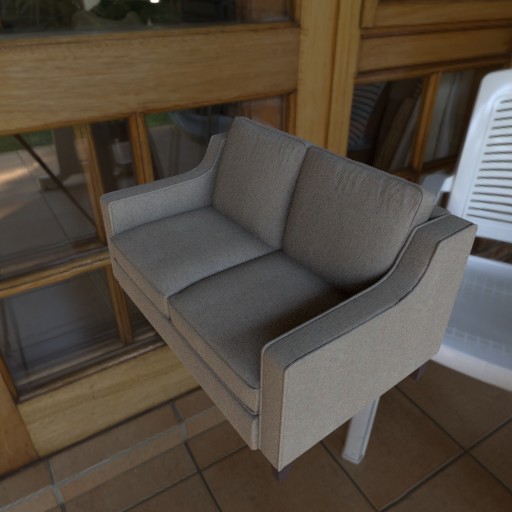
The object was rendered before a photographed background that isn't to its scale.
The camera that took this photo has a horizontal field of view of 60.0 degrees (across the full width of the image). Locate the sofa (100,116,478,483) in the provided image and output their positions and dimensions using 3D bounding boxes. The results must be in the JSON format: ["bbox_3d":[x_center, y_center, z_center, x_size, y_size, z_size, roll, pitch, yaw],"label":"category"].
[{"bbox_3d":[0.000,0.000,2.104,0.985,0.981,1.503,-22,39,-30],"label":"sofa"}]
